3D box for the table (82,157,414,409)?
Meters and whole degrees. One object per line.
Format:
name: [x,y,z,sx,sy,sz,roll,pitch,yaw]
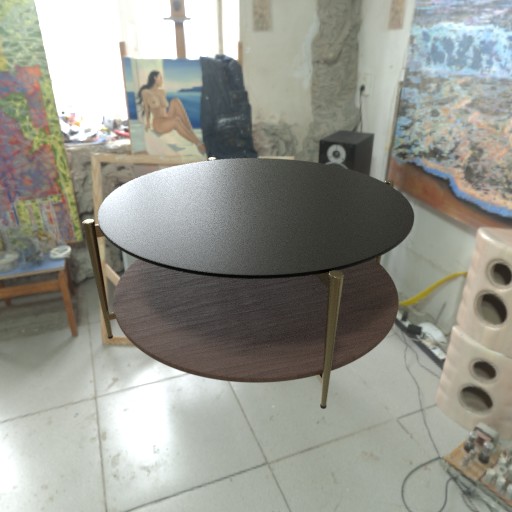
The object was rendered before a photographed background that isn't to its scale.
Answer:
table: [0.000,0.000,1.470,0.938,0.400,0.938,21,34,34]
